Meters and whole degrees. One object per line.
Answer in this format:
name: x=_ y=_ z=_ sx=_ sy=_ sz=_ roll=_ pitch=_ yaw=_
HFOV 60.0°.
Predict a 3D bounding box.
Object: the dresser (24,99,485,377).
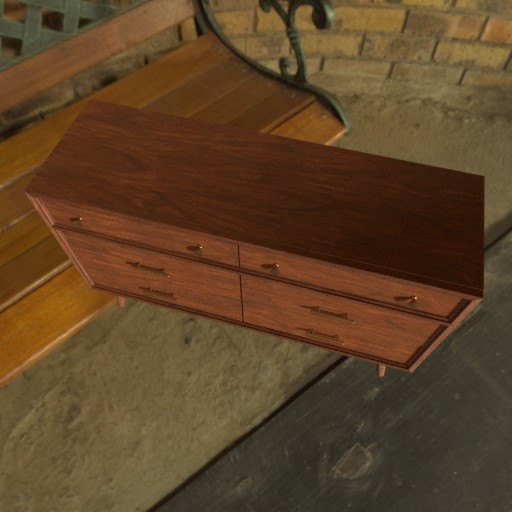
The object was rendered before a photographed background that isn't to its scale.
dresser: x=0.000 y=0.000 z=1.859 sx=1.472 sy=0.889 sz=0.500 roll=13 pitch=59 yaw=8
